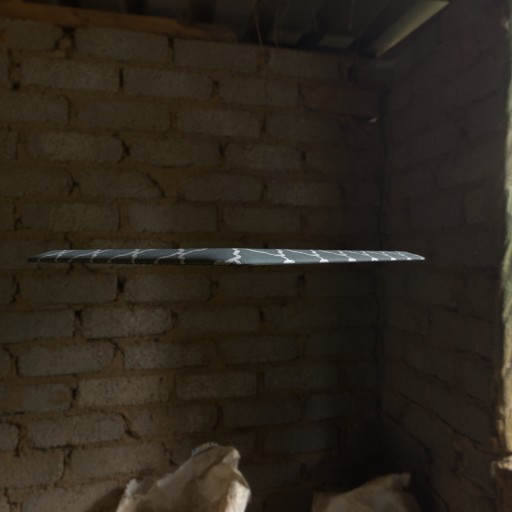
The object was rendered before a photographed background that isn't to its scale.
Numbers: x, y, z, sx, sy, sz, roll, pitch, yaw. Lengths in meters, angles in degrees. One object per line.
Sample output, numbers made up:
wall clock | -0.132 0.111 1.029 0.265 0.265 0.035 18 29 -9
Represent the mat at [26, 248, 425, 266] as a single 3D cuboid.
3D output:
mat | 0.000 0.000 0.954 0.508 0.021 0.762 0 0 37
